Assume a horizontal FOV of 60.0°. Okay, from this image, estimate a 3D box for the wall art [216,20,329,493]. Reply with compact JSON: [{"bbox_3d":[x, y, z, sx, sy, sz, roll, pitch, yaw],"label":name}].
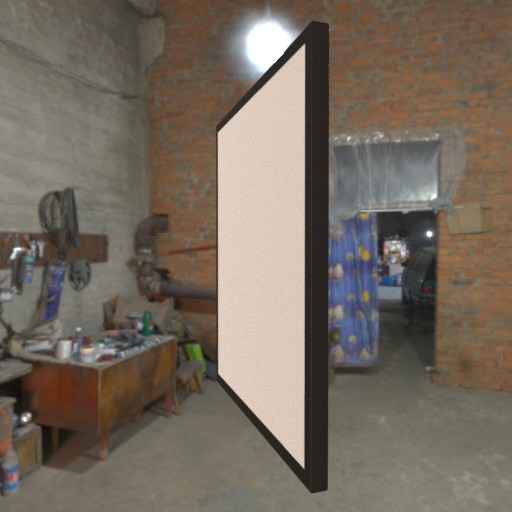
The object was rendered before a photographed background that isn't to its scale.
[{"bbox_3d":[0.000,0.000,0.683,0.021,0.509,0.430,0,1,-19],"label":"wall art"}]
